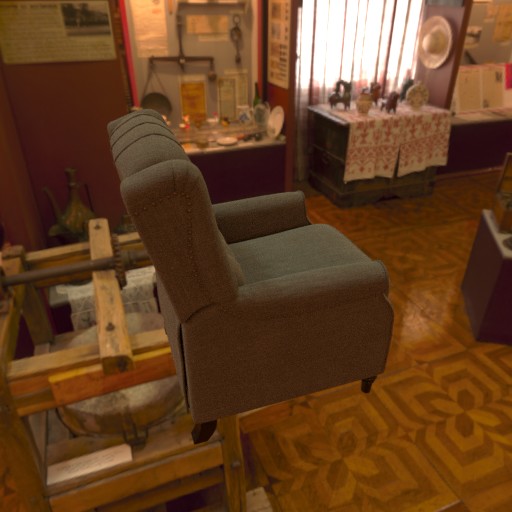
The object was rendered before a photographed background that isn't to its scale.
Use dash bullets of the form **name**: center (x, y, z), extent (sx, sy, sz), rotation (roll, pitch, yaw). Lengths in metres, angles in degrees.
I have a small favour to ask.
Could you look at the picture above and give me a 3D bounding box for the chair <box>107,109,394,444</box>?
- **chair**: center (0.000, 0.000, 1.644), extent (0.898, 1.035, 0.742), rotation (-10, 32, -16)
